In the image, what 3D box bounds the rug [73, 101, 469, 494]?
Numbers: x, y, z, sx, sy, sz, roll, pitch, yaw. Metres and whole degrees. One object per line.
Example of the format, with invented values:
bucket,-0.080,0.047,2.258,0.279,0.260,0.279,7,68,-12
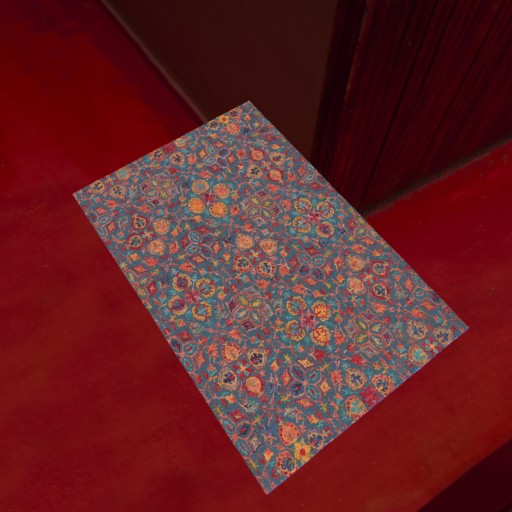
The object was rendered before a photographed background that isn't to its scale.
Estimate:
rug,0.000,0.000,2.314,1.216,0.014,1.836,-33,68,-15
